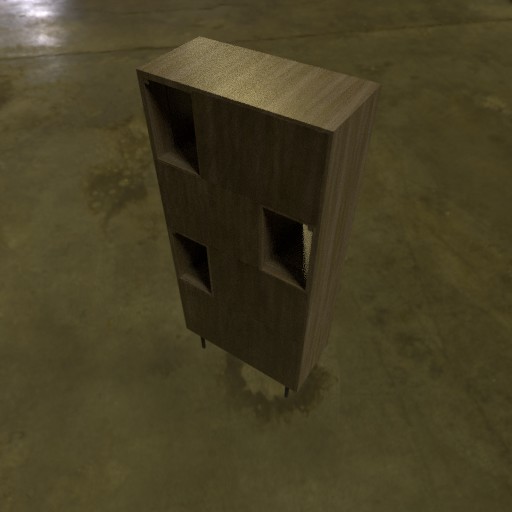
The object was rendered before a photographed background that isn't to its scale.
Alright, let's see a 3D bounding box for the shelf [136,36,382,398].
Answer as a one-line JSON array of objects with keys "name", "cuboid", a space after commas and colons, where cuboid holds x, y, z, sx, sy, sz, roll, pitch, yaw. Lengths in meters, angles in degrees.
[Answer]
[{"name": "shelf", "cuboid": [0.000, 0.000, 1.876, 0.670, 1.545, 0.323, 25, 51, 22]}]
